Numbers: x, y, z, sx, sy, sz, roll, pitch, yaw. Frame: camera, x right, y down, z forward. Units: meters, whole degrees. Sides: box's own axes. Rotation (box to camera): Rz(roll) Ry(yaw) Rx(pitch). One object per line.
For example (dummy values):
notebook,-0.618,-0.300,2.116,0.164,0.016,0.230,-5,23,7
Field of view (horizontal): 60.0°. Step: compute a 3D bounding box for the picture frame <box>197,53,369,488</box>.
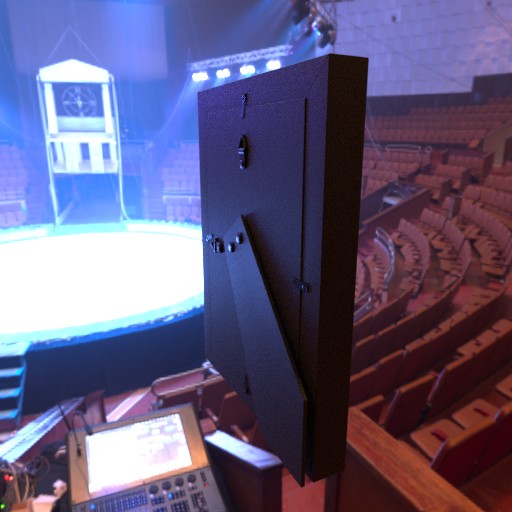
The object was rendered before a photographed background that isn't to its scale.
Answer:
picture frame,0.000,0.000,0.277,0.028,0.208,0.157,-7,16,-26
